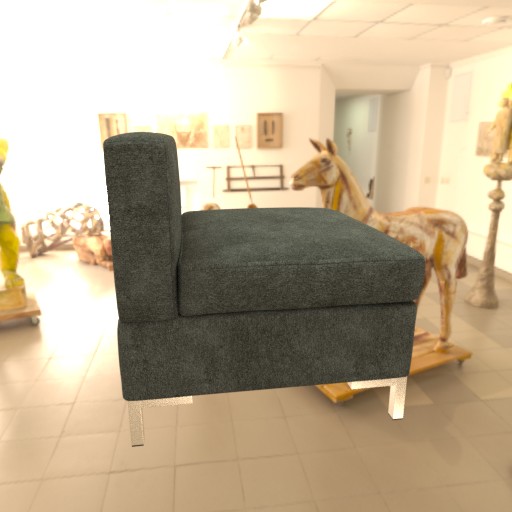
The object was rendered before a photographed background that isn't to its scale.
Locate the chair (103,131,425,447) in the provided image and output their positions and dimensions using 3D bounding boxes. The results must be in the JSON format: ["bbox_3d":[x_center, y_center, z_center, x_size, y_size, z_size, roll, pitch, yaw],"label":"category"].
[{"bbox_3d":[0.000,0.000,1.226,0.680,0.660,0.680,-2,15,-9],"label":"chair"}]
